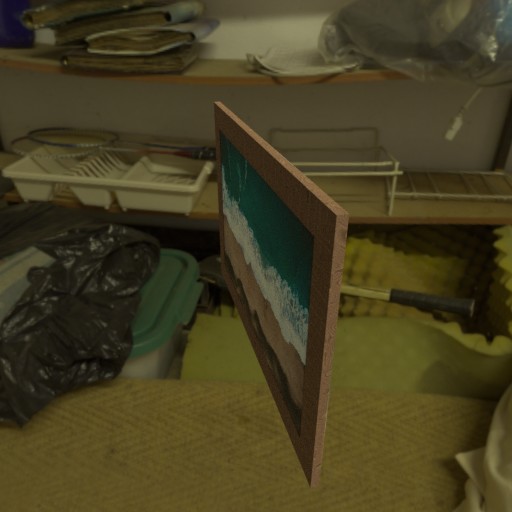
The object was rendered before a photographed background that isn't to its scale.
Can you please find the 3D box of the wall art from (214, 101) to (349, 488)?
[{"bbox_3d":[0.000,0.000,1.170,0.019,0.626,0.917,-8,30,-14],"label":"wall art"}]
